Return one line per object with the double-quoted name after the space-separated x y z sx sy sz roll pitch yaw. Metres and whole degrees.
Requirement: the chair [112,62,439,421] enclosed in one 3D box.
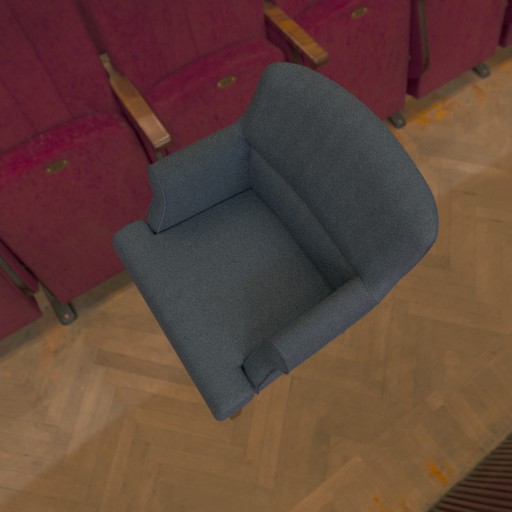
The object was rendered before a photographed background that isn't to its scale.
0.000 0.000 1.451 0.754 0.878 0.770 -31 69 -14 "chair"
